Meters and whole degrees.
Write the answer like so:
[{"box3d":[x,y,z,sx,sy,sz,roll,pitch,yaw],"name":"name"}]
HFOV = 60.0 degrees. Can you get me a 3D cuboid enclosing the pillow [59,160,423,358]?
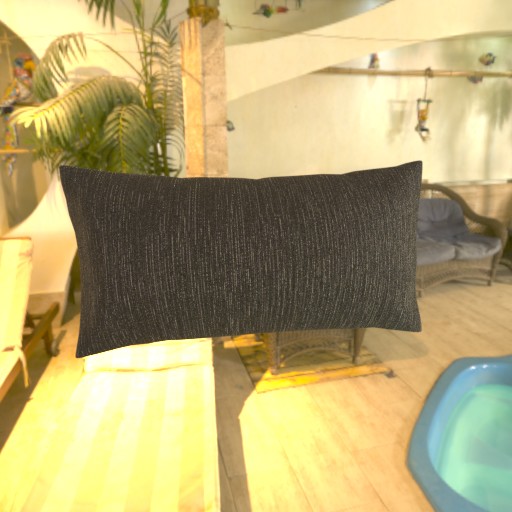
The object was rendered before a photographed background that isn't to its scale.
[{"box3d":[0.000,0.000,0.749,0.608,0.305,0.156,-3,17,-9],"name":"pillow"}]
